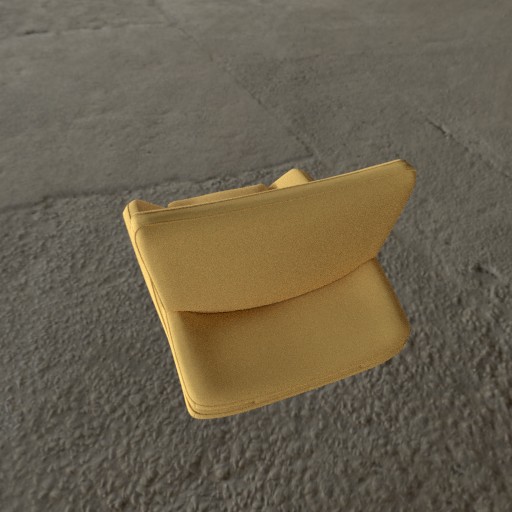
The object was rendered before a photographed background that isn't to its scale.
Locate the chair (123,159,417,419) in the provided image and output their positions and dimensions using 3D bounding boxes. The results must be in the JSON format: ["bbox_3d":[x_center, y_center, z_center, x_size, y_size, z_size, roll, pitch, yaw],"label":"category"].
[{"bbox_3d":[0.000,0.000,1.655,0.859,0.855,1.008,-14,43,-15],"label":"chair"}]
